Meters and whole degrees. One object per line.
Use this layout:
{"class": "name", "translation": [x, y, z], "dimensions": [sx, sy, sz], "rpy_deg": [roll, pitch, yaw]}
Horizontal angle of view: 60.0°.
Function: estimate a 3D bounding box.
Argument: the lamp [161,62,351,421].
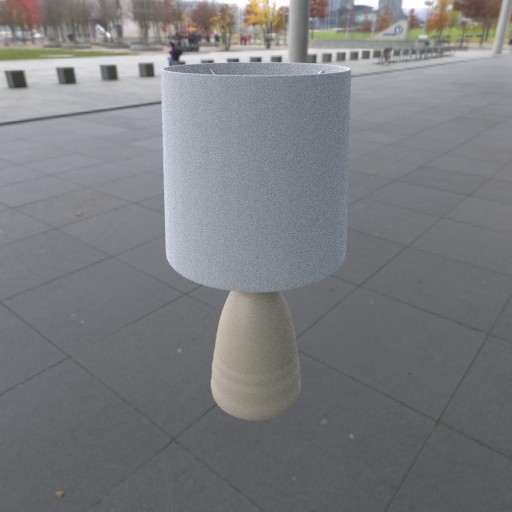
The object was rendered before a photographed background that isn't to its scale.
{"class": "lamp", "translation": [0.000, 0.000, 0.471], "dimensions": [0.186, 0.369, 0.186], "rpy_deg": [0, 27, 0]}
